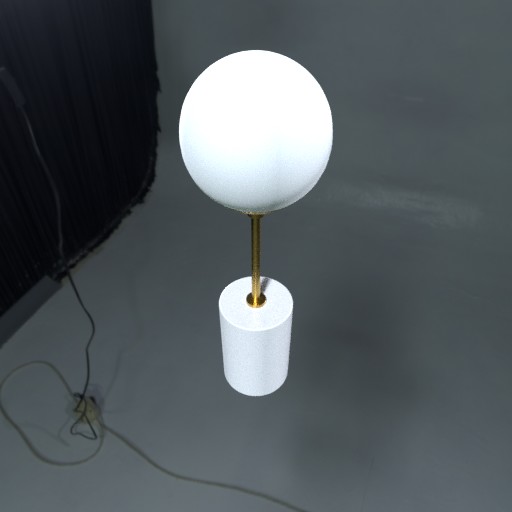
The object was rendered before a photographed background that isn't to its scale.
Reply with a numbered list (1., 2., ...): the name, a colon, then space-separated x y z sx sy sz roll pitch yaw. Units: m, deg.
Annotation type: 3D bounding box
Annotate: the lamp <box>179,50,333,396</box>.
1. lamp: 0.000 0.000 0.555 0.153 0.480 0.153 0 41 0
